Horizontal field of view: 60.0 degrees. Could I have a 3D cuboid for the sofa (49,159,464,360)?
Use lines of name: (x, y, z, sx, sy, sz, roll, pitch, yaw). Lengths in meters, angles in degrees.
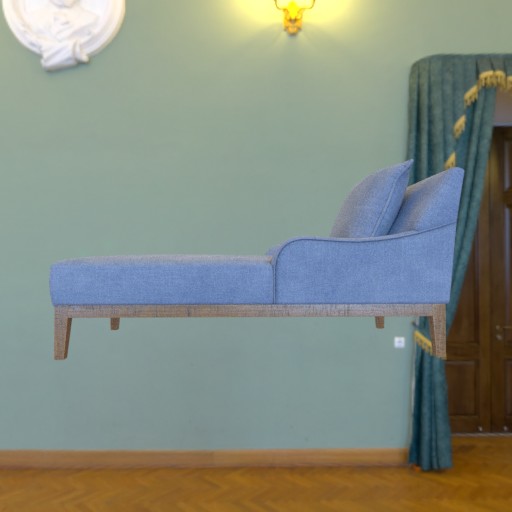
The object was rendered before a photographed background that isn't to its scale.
sofa: (0.000, 0.000, 2.317, 1.779, 0.883, 0.904, 0, -1, -2)
